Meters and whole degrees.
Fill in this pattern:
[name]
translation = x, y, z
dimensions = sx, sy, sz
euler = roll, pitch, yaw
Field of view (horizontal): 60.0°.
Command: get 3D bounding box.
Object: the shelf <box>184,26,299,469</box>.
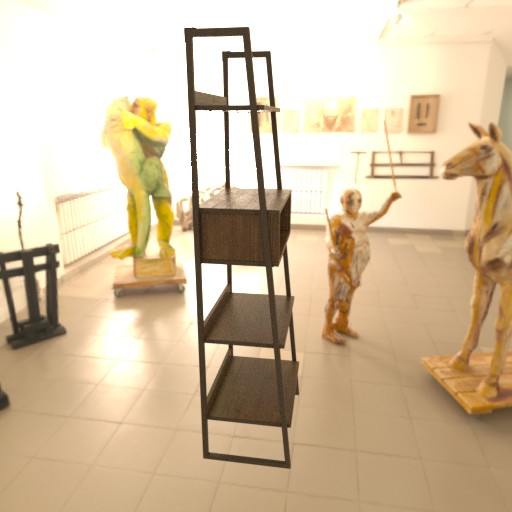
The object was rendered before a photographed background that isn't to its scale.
[shelf]
translation = 0.000, 0.000, 2.257
dimensions = 0.454, 2.005, 0.652
euler = 3, 17, 9
